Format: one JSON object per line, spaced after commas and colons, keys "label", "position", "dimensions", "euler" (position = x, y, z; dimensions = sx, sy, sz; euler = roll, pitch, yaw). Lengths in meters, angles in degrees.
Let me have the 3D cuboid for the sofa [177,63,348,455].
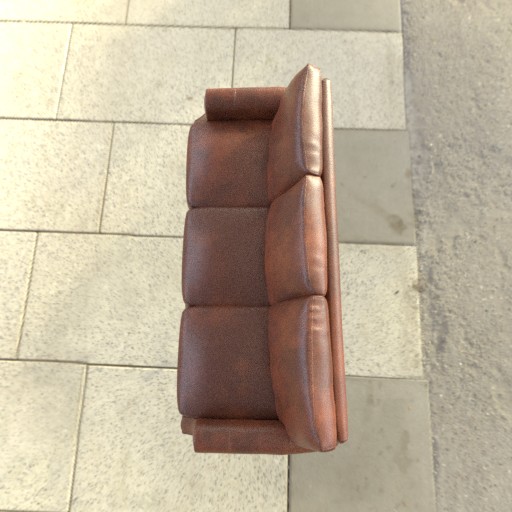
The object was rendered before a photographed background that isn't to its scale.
{"label": "sofa", "position": [0.000, 0.000, 2.866], "dimensions": [0.973, 0.977, 2.351], "euler": [0, 75, 0]}
